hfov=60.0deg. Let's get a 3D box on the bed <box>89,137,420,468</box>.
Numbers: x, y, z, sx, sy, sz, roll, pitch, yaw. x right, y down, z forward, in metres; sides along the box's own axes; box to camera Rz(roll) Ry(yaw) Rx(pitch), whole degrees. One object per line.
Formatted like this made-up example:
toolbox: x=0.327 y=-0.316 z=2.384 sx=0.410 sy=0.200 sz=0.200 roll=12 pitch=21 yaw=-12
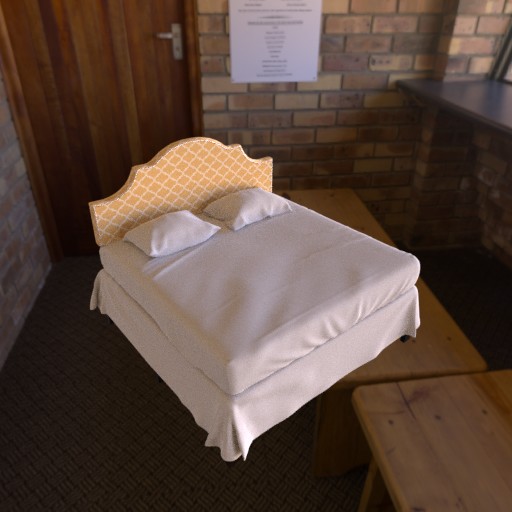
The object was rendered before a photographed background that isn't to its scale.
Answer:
bed: x=0.000 y=0.000 z=3.777 sx=2.314 sy=1.601 sz=2.222 roll=-22 pitch=37 yaw=-33
